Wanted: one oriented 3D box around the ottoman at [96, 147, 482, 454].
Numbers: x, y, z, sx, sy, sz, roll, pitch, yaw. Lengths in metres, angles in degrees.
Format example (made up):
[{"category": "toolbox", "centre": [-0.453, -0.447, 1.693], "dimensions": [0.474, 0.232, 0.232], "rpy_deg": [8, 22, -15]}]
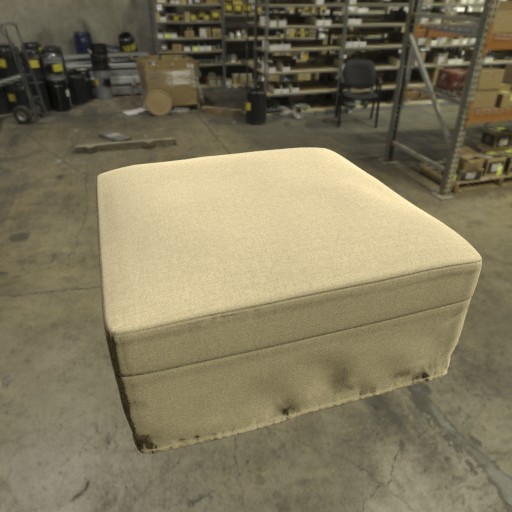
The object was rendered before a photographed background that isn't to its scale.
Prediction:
[{"category": "ottoman", "centre": [0.000, 0.000, 1.293], "dimensions": [0.840, 0.436, 0.843], "rpy_deg": [-10, 33, -15]}]
